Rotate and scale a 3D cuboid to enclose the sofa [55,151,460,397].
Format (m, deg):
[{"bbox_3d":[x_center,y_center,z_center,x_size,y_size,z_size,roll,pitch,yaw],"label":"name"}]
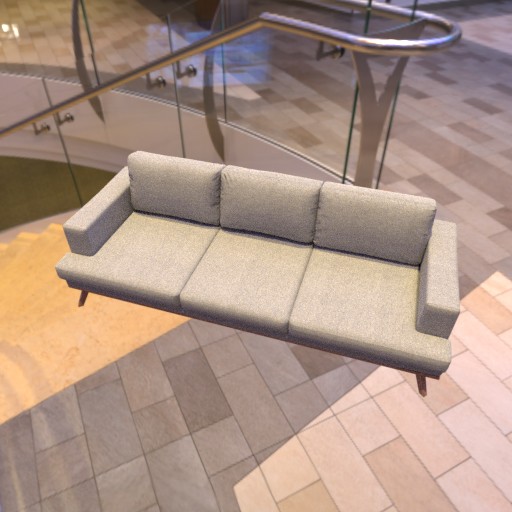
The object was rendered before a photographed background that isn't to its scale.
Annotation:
[{"bbox_3d":[0.000,0.000,2.749,2.310,0.810,0.920,12,42,13],"label":"sofa"}]
